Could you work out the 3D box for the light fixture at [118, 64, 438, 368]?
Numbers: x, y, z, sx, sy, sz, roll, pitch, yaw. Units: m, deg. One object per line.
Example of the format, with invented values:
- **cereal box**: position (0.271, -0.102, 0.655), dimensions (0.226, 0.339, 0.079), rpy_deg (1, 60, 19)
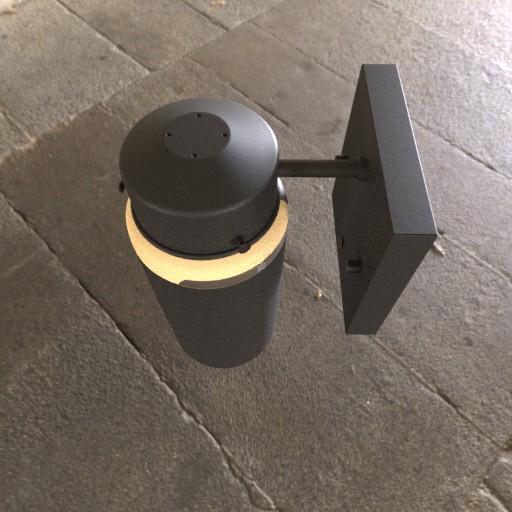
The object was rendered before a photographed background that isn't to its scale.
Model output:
- **light fixture**: position (0.000, 0.000, 0.354), dimensions (0.176, 0.257, 0.130), rpy_deg (1, 59, 0)
